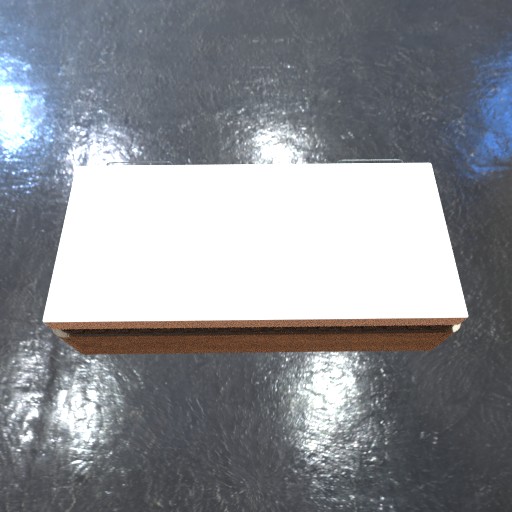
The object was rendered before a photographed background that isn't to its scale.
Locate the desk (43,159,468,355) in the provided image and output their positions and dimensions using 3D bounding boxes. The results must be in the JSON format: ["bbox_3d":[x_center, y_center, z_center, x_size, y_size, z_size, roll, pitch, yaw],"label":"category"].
[{"bbox_3d":[0.000,0.000,2.305,1.900,0.455,0.900,-1,63,0],"label":"desk"}]
